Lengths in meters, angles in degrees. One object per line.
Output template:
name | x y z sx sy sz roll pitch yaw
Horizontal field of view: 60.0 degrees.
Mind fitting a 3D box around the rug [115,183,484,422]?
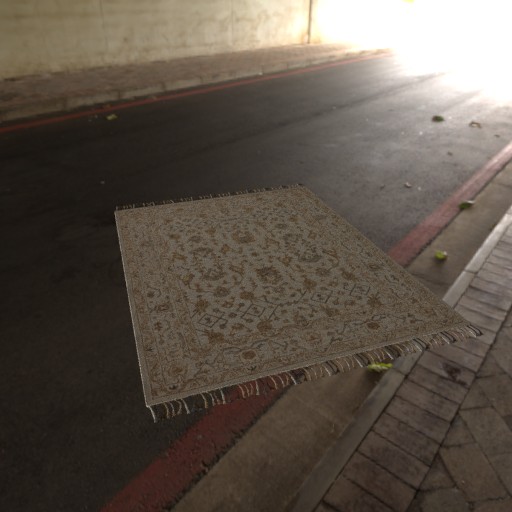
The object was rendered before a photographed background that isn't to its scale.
rug | 0.000 0.000 2.234 1.278 0.009 1.726 -10 31 -16
